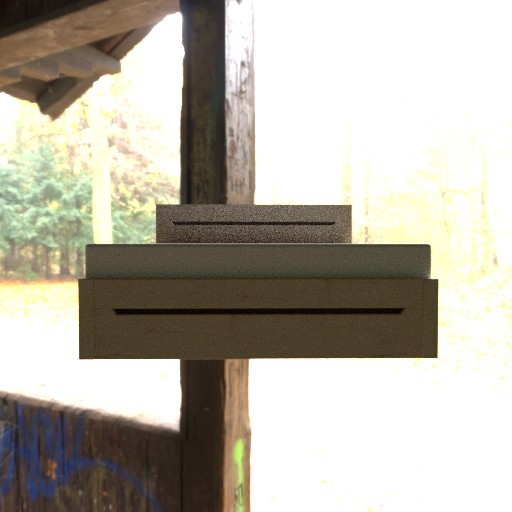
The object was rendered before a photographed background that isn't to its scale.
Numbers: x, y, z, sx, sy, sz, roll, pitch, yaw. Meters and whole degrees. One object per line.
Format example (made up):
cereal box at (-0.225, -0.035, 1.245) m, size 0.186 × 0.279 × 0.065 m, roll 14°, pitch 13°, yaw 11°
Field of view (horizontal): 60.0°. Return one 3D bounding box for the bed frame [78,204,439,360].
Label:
bed frame at (0.000, 0.000, 3.053) m, size 1.800 × 0.900 × 2.080 m, roll 0°, pitch 1°, yaw -1°
